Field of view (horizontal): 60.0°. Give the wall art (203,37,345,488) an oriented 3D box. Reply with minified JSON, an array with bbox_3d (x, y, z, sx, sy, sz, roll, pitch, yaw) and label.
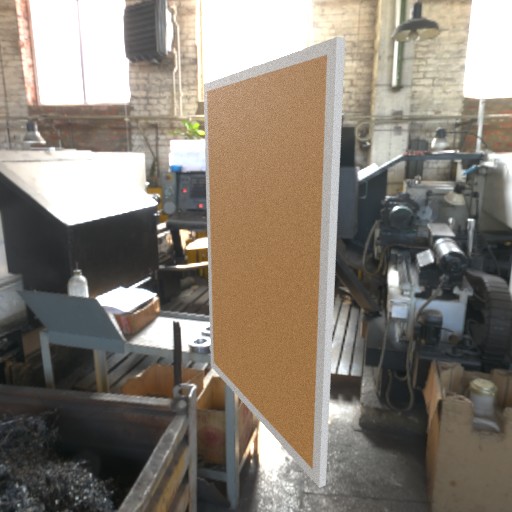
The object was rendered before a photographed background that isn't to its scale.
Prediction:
[{"bbox_3d":[0.000,0.000,0.823,0.013,0.656,0.456,-7,15,-27],"label":"wall art"}]
